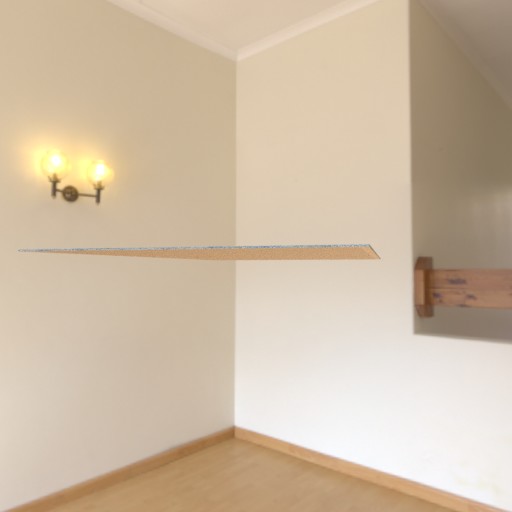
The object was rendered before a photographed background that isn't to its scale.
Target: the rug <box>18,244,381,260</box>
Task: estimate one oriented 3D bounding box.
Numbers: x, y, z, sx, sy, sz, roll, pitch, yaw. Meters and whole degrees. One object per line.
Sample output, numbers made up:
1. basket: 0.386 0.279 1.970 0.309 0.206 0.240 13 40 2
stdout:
1. rug: 0.000 0.000 2.161 1.142 0.006 1.752 0 -2 17
